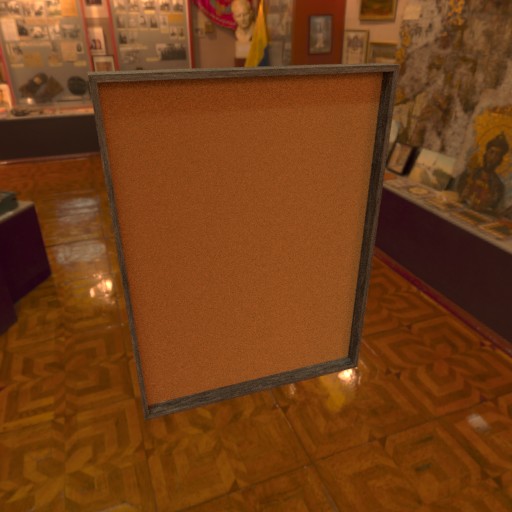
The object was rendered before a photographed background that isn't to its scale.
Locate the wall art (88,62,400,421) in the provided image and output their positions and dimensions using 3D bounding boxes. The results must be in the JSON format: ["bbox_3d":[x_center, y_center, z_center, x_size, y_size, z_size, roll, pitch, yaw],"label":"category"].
[{"bbox_3d":[0.000,0.000,1.296,0.762,1.016,0.063,-9,29,-17],"label":"wall art"}]
